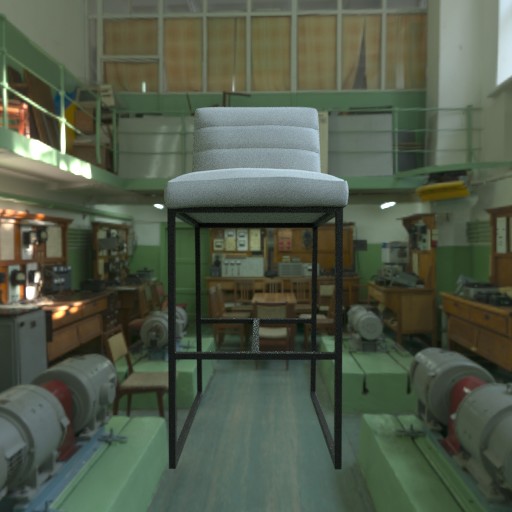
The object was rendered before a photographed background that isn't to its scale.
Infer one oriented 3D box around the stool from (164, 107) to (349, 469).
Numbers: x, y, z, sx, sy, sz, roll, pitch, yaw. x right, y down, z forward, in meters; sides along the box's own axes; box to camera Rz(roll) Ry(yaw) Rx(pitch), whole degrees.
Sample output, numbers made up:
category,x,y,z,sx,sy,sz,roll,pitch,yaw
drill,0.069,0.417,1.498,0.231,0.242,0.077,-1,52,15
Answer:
category,x,y,z,sx,sy,sz,roll,pitch,yaw
stool,0.000,0.000,1.367,0.464,1.061,0.573,0,2,0
